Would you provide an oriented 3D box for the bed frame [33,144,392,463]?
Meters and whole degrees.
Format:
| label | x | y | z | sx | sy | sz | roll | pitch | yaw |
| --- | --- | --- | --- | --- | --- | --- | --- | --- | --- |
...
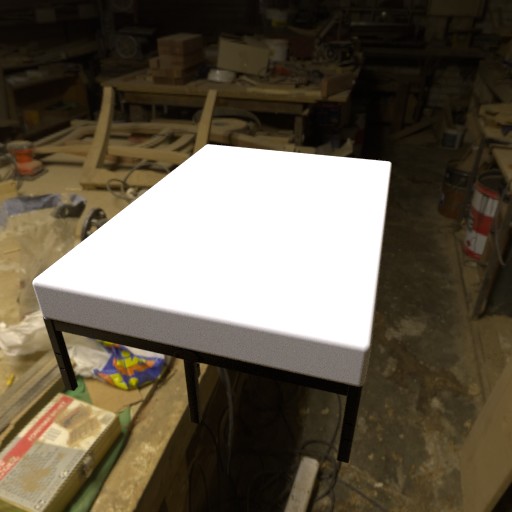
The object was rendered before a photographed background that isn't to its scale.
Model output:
| label | x | y | z | sx | sy | sz | roll | pitch | yaw |
| --- | --- | --- | --- | --- | --- | --- | --- | --- | --- |
| bed frame | 0.000 | 0.000 | 2.649 | 1.408 | 0.659 | 1.956 | 9 | 33 | 14 |
